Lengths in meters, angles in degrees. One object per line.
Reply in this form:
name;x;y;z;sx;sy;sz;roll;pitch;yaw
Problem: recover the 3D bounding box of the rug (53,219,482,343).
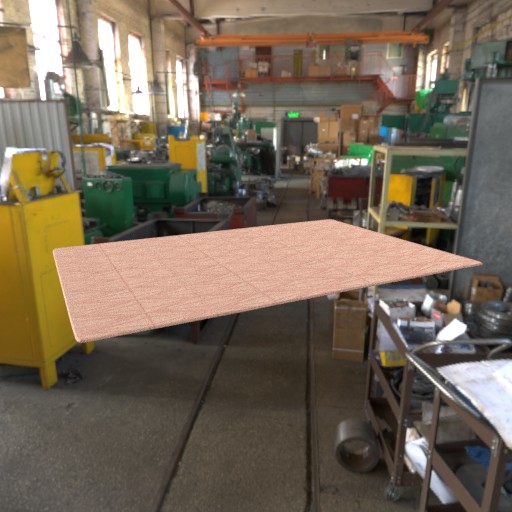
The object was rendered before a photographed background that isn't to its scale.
rug;0.000;0.000;2.939;2.390;0.015;1.609;-8;18;-26
